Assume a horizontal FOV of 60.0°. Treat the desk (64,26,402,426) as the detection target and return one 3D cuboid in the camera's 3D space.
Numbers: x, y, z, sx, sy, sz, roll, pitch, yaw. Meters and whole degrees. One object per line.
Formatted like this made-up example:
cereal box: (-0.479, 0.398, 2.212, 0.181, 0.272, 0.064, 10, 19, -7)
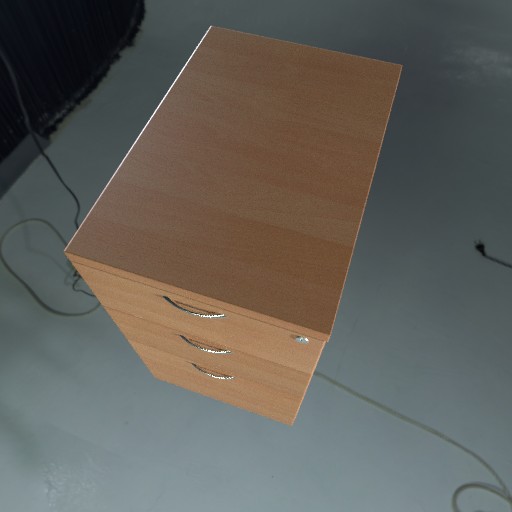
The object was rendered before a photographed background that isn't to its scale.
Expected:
desk: (0.000, 0.000, 1.073, 0.404, 0.730, 0.600, 16, 61, 9)
